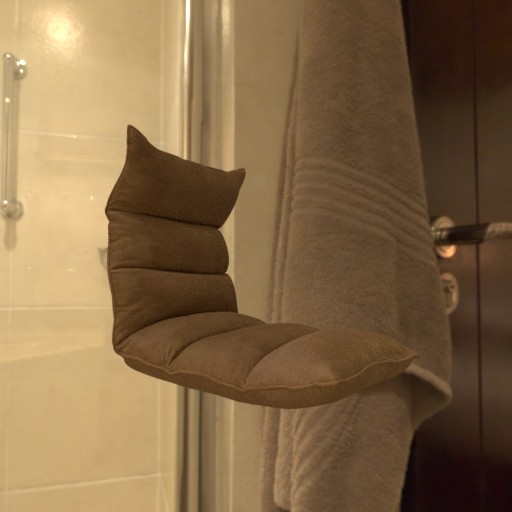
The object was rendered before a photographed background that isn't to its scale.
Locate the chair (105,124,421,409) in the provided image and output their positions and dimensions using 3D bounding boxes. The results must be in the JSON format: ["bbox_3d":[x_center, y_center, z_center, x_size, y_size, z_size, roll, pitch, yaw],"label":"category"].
[{"bbox_3d":[0.000,0.000,1.613,0.985,0.892,0.714,-2,-4,36],"label":"chair"}]
